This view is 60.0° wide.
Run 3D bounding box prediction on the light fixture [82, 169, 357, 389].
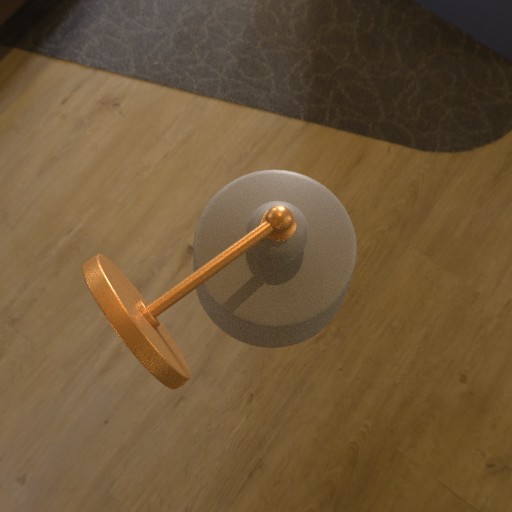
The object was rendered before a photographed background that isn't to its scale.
[{"bbox_3d":[0.000,0.000,0.449,0.254,0.268,0.204,-36,79,-8],"label":"light fixture"}]
